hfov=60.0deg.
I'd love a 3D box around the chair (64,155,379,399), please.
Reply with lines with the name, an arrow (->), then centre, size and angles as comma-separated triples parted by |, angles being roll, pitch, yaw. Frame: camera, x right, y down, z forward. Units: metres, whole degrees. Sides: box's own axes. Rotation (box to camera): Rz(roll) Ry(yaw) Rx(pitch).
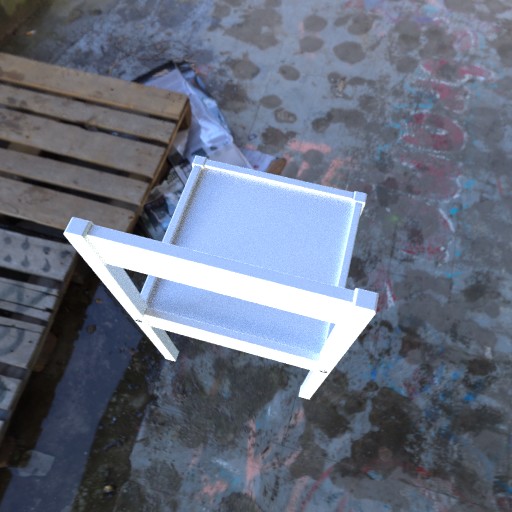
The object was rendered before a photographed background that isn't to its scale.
chair -> 0.000, 0.000, 0.668 | 0.285, 0.505, 0.285 | 14, 65, 7
